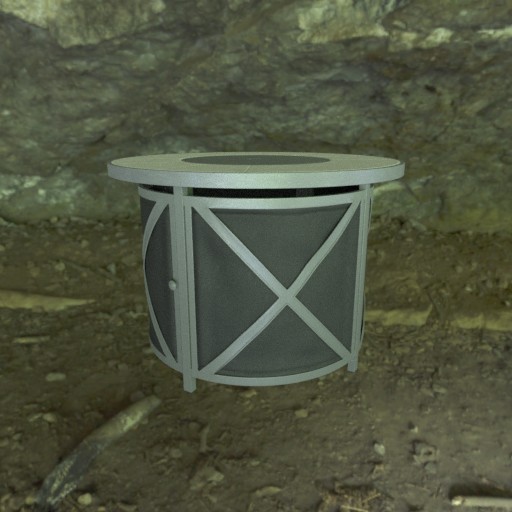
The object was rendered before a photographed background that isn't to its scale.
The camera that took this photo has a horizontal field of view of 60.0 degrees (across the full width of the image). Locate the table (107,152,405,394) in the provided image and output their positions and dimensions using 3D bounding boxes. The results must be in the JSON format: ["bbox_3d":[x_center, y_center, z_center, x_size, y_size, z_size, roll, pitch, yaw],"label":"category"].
[{"bbox_3d":[0.000,0.000,1.519,0.914,0.650,0.914,0,16,0],"label":"table"}]
